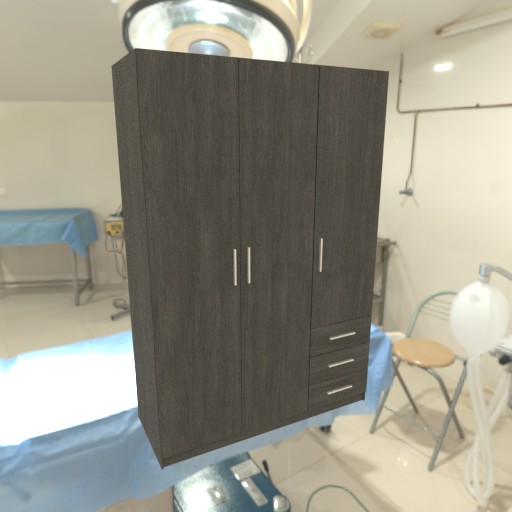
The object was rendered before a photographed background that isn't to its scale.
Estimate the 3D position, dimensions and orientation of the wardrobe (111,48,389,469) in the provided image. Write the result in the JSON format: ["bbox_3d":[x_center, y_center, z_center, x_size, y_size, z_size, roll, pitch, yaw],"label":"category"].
[{"bbox_3d":[0.000,0.000,2.427,1.290,1.910,0.510,-8,17,-27],"label":"wardrobe"}]
